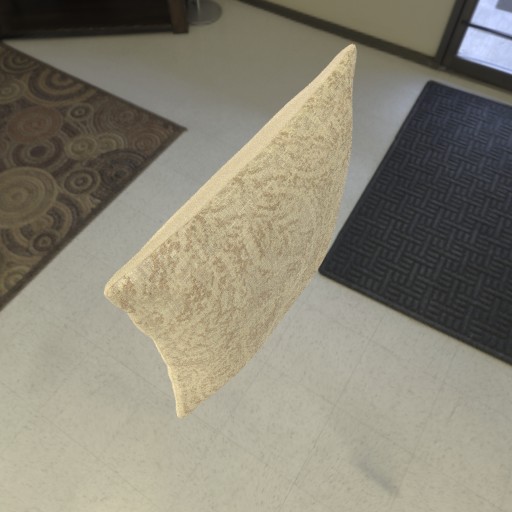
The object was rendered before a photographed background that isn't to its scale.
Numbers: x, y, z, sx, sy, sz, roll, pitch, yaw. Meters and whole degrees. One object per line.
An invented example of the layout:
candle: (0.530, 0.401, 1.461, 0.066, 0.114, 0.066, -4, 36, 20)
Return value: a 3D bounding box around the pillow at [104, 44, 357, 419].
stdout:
pillow: (0.000, 0.000, 0.764, 0.166, 0.510, 0.523, 31, 63, 18)
